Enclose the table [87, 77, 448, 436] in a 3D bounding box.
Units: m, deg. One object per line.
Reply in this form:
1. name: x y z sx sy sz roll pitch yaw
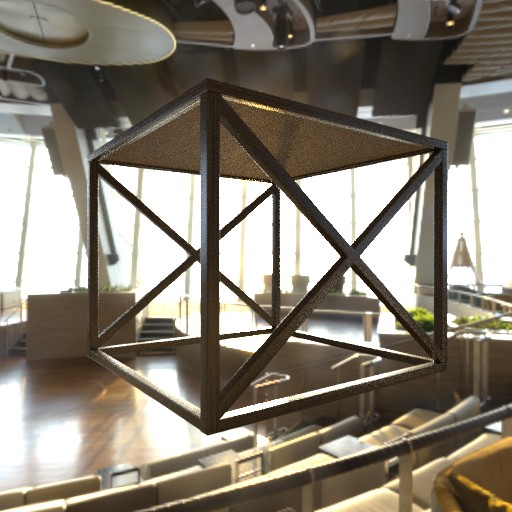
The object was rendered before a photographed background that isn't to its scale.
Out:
1. table: 0.000 0.000 1.051 0.611 0.507 0.609 0 0 -36
